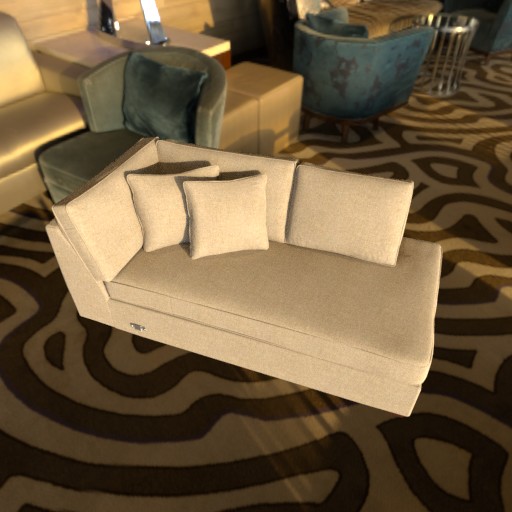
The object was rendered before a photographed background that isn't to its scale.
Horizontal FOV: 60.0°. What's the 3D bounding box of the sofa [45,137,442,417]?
[{"bbox_3d":[0.000,0.000,2.824,2.238,1.019,1.110,13,42,15],"label":"sofa"}]
